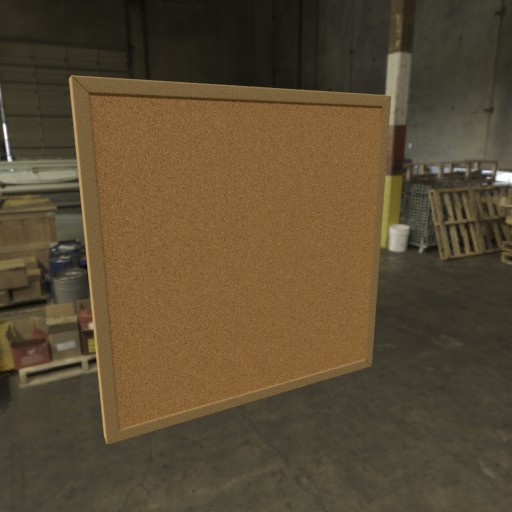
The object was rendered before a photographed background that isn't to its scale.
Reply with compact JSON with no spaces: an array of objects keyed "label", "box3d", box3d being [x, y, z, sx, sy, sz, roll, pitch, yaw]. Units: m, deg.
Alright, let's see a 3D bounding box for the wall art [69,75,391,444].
[{"label":"wall art","box3d":[0.000,0.000,1.069,0.761,0.761,0.037,-7,16,-27]}]
